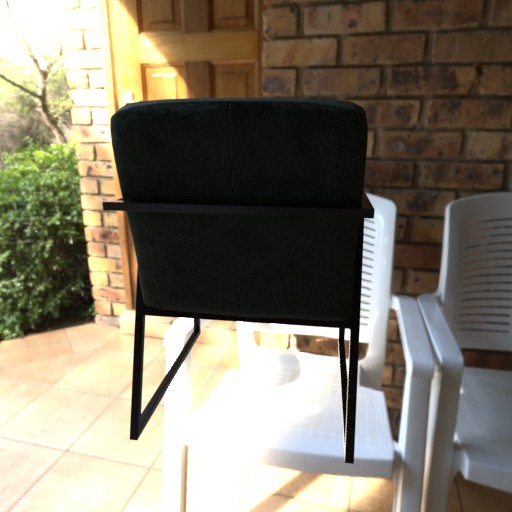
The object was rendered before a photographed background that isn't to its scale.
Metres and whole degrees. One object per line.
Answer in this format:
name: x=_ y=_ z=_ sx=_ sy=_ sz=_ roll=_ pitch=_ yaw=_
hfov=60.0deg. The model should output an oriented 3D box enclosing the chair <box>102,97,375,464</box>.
chair: x=0.000 y=0.000 z=1.277 sx=0.571 sy=0.833 sz=0.677 roll=3 pitch=17 yaw=8
